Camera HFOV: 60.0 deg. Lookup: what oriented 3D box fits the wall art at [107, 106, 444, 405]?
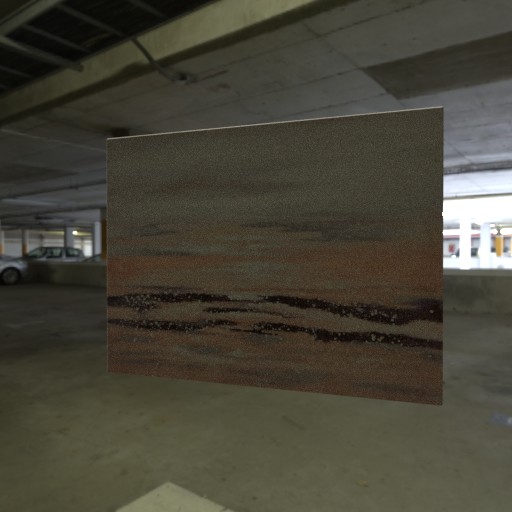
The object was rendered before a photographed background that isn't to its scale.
[{"bbox_3d":[0.000,0.000,1.303,1.015,0.763,0.038,0,0,18],"label":"wall art"}]
